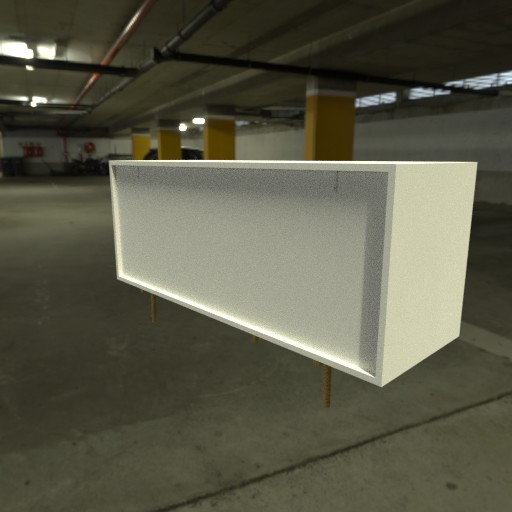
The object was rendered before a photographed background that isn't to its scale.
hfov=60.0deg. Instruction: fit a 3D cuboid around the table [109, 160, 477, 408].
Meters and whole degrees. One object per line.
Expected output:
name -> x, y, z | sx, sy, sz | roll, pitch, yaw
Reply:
table -> 0.000, 0.000, 1.842 | 0.508, 0.769, 1.500 | -12, 17, -42
